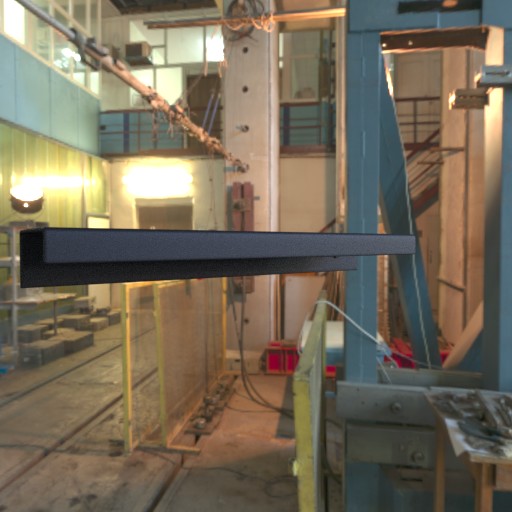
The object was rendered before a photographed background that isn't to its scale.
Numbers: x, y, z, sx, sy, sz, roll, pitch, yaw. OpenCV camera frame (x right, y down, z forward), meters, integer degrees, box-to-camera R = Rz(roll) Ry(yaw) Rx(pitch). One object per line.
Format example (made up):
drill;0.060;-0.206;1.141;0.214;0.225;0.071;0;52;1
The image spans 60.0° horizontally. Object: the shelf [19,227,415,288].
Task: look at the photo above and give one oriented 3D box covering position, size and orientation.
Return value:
shelf;0.000;0.000;0.495;0.456;0.053;0.102;-1;2;-37
